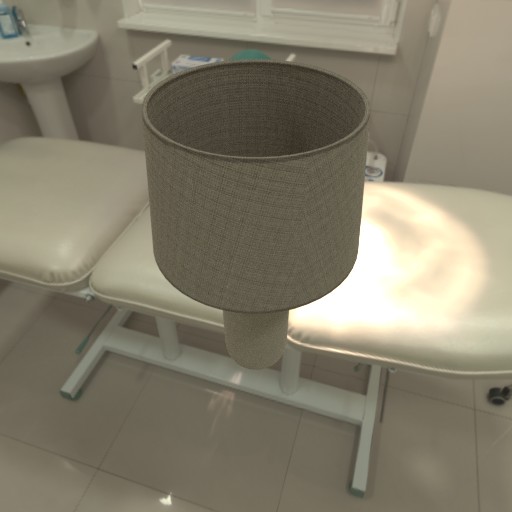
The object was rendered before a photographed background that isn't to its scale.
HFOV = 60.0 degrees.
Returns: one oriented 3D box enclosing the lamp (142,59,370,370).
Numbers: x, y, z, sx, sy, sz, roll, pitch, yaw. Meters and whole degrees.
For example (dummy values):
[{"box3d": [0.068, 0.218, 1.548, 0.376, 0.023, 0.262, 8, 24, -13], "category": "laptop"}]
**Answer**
[{"box3d": [0.000, 0.000, 0.837, 0.367, 0.609, 0.367, 0, 43, 0], "category": "lamp"}]
